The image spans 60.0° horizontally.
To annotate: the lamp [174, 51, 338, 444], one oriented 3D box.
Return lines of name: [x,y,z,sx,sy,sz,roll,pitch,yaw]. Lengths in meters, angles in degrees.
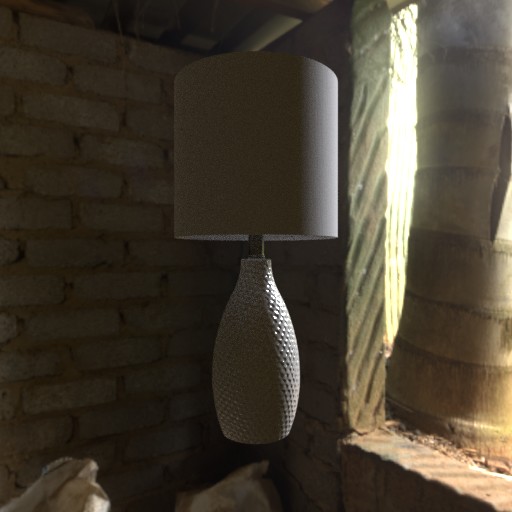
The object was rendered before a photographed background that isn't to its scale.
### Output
lamp: [0.000,0.000,0.593,0.214,0.466,0.214,0,0,19]
